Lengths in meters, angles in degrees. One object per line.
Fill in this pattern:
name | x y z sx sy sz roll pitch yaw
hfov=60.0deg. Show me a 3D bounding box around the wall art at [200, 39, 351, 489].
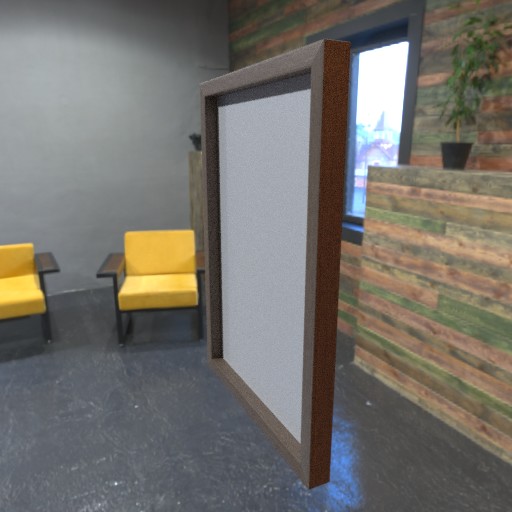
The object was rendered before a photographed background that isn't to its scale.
wall art | 0.000 0.000 0.646 0.032 0.510 0.358 -7 16 -25
